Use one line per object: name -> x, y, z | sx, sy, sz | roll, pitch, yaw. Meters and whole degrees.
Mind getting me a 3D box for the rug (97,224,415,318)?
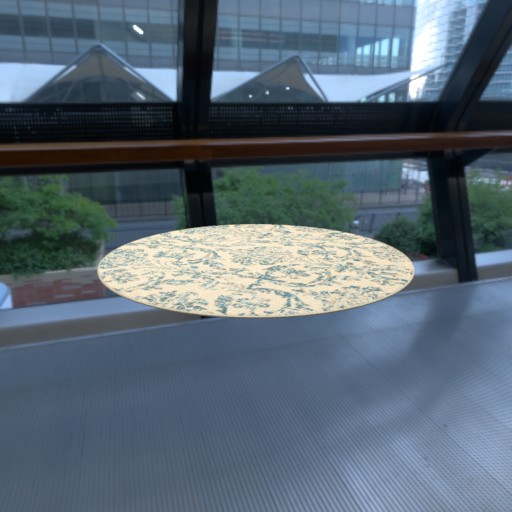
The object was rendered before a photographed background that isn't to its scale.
rug -> 0.000, 0.000, 2.351 | 1.593, 0.012, 1.593 | 0, 16, 0
